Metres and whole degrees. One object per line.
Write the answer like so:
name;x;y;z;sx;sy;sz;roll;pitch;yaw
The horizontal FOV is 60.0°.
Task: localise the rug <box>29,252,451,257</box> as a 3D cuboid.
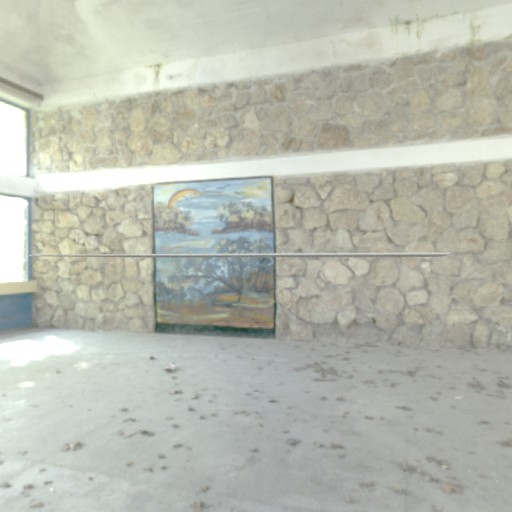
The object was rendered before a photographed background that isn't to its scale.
rug;0.000;0.000;2.924;2.284;0.008;1.522;0;-1;20
